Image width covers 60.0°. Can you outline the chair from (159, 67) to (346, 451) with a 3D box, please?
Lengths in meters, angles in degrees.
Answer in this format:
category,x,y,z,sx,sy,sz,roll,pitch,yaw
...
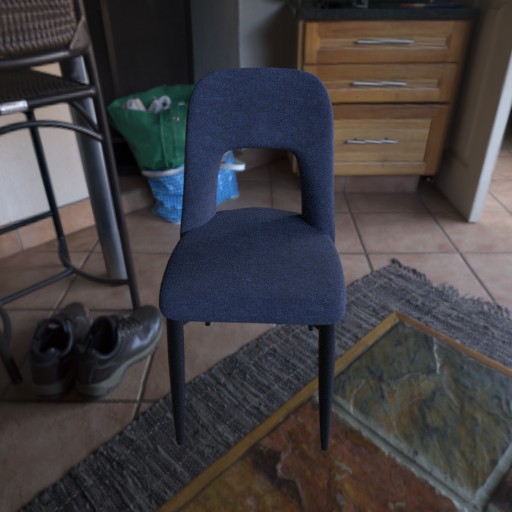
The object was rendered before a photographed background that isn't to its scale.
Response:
category,x,y,z,sx,sy,sz,roll,pitch,yaw
chair,0.000,0.000,1.283,0.470,0.931,0.612,1,32,2
